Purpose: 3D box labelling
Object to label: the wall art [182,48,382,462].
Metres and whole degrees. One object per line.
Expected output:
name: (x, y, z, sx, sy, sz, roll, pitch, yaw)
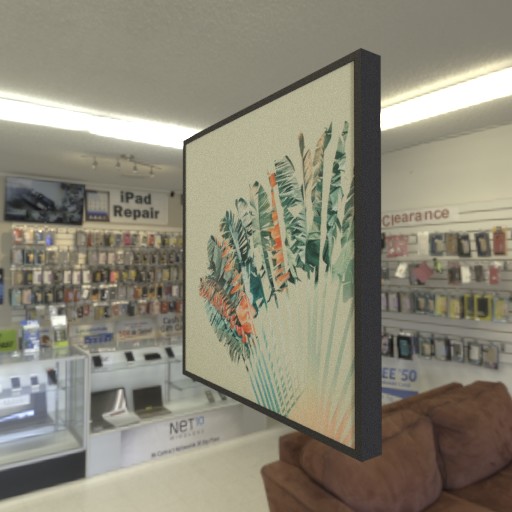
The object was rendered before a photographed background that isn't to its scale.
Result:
wall art: (0.000, 0.000, 0.762, 0.037, 0.507, 0.509, 0, -1, -34)
